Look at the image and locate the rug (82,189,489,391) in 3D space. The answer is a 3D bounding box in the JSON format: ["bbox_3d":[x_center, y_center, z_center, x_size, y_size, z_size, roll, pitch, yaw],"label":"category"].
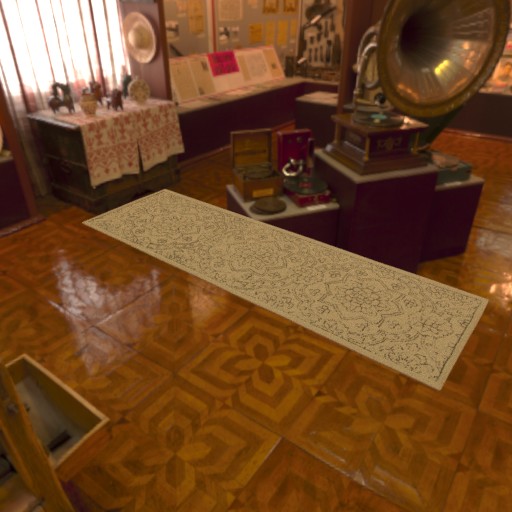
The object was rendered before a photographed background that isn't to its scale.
[{"bbox_3d":[0.000,0.000,2.662,2.448,0.012,0.769,22,37,32],"label":"rug"}]
